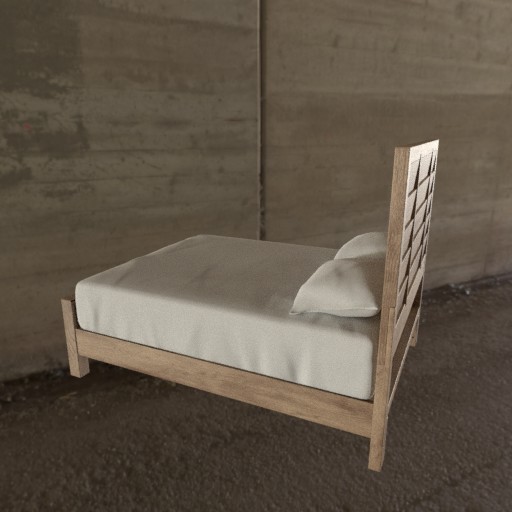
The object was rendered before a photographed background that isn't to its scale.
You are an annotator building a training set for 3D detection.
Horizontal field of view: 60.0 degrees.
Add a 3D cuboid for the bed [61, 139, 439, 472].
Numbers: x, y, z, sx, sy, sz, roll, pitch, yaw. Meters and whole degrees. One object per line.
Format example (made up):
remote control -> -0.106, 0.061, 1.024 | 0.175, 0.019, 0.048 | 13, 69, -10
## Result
bed -> 0.000, 0.000, 3.214 | 2.197, 1.626, 1.626 | 8, 18, 24
